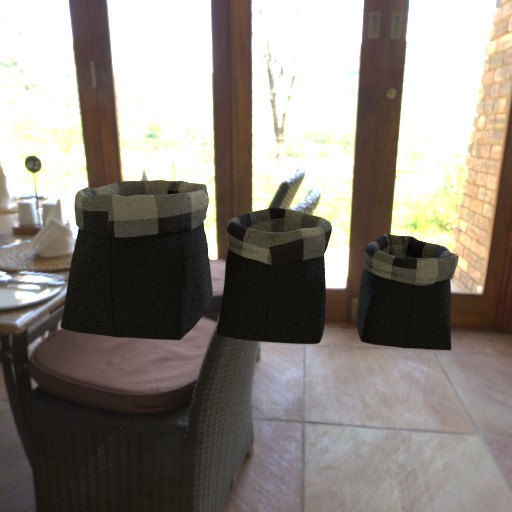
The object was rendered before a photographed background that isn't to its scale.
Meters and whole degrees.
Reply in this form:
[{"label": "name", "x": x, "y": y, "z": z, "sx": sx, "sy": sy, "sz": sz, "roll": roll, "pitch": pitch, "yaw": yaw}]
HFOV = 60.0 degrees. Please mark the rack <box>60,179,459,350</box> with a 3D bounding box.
[{"label": "rack", "x": 0.000, "y": 0.000, "z": 1.075, "sx": 0.889, "sy": 0.329, "sz": 0.370, "roll": 3, "pitch": 16, "yaw": 9}]
